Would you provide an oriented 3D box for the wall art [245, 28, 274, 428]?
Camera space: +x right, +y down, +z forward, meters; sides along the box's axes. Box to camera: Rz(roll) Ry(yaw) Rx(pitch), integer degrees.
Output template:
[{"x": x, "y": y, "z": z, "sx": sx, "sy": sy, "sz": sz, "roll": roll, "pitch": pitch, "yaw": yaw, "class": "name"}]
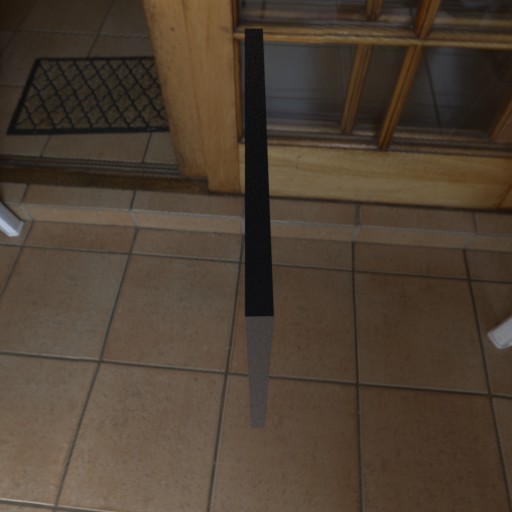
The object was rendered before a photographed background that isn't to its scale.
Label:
[{"x": 0.000, "y": 0.000, "z": 0.544, "sx": 0.019, "sy": 0.381, "sz": 0.330, "roll": -1, "pitch": 58, "yaw": 0, "class": "wall art"}]
